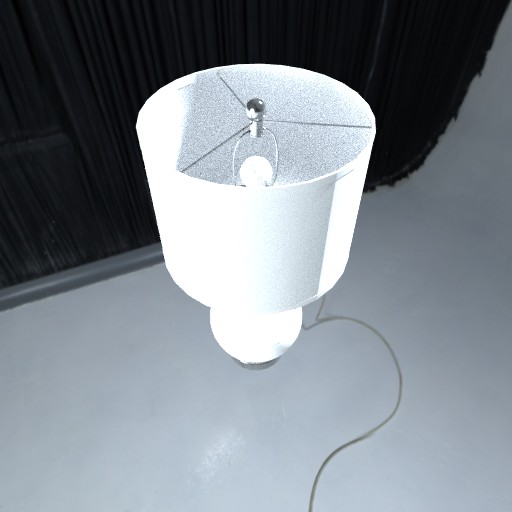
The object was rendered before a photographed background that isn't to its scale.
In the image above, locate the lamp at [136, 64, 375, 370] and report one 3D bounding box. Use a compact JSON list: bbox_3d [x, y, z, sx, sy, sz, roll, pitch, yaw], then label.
[{"bbox_3d":[0.000,0.000,0.895,0.357,0.673,0.357,-17,49,-16],"label":"lamp"}]
